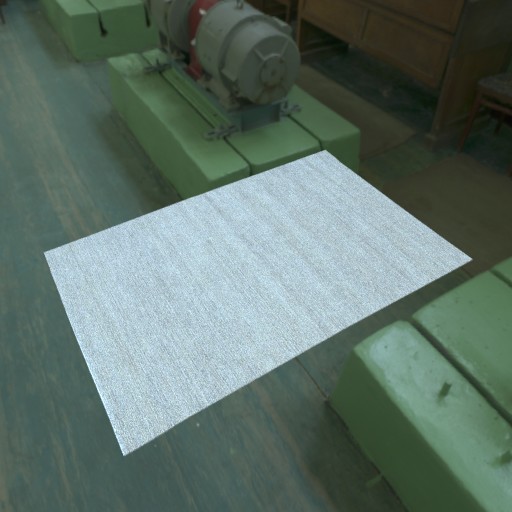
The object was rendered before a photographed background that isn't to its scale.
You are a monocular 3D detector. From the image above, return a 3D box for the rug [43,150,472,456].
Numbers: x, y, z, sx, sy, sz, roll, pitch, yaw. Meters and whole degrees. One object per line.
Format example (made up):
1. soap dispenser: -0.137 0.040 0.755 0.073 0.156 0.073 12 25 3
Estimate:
1. rug: 0.000 0.000 2.230 1.820 0.022 1.179 -24 50 -21
